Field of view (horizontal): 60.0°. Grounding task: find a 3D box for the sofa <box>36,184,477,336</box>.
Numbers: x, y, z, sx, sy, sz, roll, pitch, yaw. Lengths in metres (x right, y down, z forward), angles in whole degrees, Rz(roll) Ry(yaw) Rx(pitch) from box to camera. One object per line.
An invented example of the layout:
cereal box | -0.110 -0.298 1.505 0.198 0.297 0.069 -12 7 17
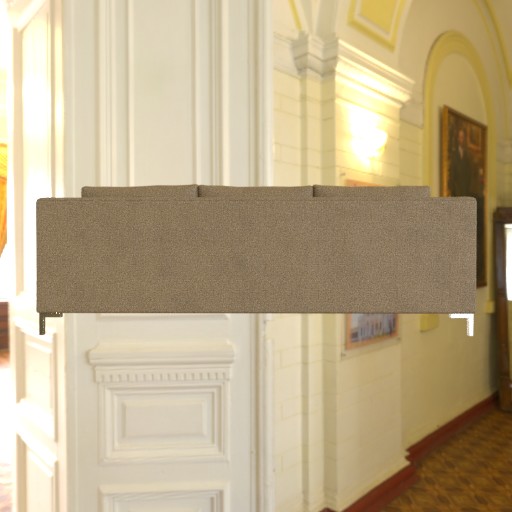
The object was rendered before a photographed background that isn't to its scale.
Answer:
sofa | 0.000 0.000 2.902 2.415 0.867 0.969 0 0 1
